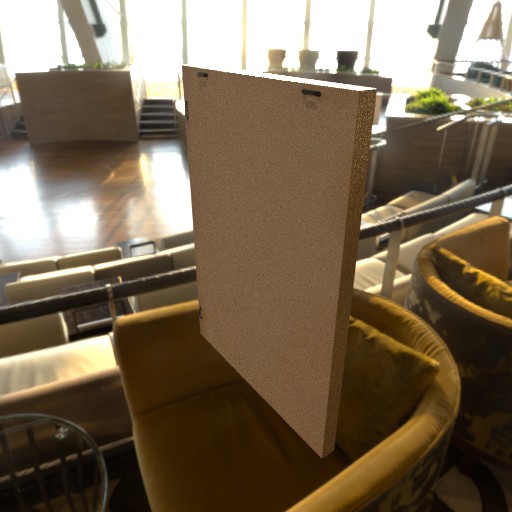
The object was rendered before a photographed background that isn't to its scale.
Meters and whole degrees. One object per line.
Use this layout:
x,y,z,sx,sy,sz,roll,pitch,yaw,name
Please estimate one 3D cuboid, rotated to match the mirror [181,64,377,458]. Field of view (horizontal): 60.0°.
0.000,0.000,0.932,0.039,0.710,0.507,-18,33,-31,mirror
